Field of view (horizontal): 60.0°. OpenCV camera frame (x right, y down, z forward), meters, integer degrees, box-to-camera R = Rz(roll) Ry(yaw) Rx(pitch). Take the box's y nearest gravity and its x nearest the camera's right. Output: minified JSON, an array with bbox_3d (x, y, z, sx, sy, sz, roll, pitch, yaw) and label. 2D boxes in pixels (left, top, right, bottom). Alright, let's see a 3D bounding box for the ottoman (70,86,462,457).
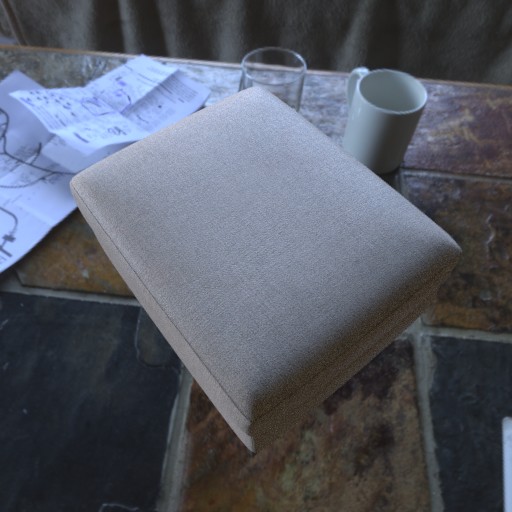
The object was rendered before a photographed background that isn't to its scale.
[{"bbox_3d":[0.000,0.000,1.262,0.671,0.490,0.820,-34,63,-19],"label":"ottoman"}]
